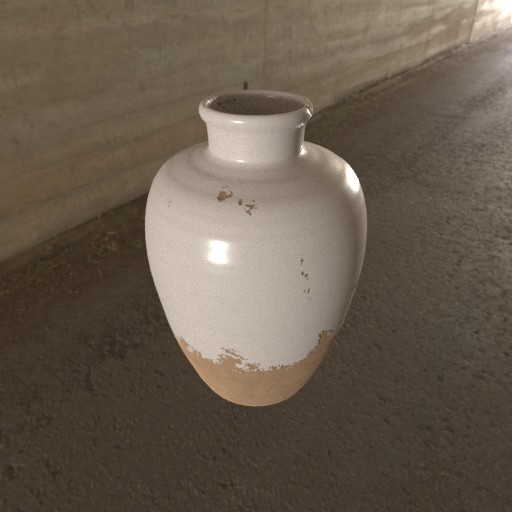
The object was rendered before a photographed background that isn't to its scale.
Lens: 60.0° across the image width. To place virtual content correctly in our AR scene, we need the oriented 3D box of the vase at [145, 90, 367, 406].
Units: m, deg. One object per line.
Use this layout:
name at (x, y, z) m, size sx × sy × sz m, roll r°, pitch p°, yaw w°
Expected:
vase at (0.000, 0.000, 0.337) m, size 0.158 × 0.228 × 0.158 m, roll 0°, pitch 32°, yaw 0°
